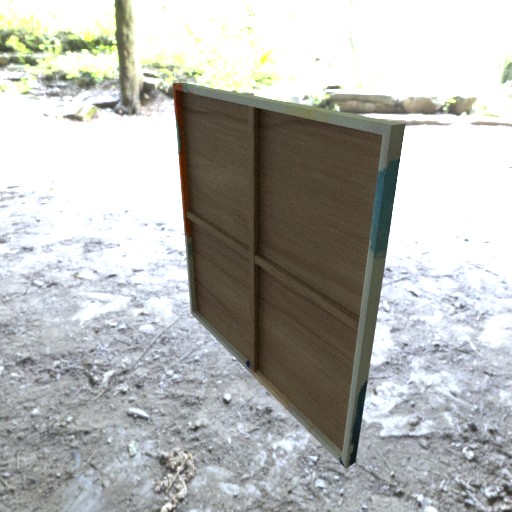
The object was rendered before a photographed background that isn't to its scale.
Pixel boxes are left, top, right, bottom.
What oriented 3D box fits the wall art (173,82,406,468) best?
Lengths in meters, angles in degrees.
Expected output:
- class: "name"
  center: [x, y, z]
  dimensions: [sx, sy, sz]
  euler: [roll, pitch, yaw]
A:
- class: "wall art"
  center: [0.000, 0.000, 1.498]
  dimensions: [0.044, 1.017, 1.017]
  euler: [-17, 32, -31]
